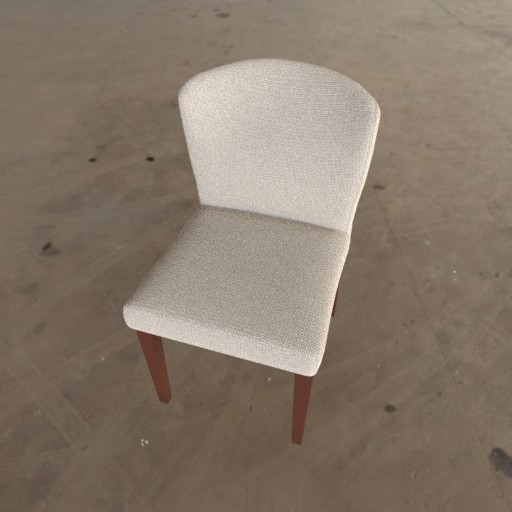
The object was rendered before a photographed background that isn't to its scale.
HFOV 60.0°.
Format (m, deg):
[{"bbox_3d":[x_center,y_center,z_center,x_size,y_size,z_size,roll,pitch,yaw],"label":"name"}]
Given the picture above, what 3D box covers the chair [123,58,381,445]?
[{"bbox_3d":[0.000,0.000,1.187,0.491,0.839,0.589,12,44,13],"label":"chair"}]
